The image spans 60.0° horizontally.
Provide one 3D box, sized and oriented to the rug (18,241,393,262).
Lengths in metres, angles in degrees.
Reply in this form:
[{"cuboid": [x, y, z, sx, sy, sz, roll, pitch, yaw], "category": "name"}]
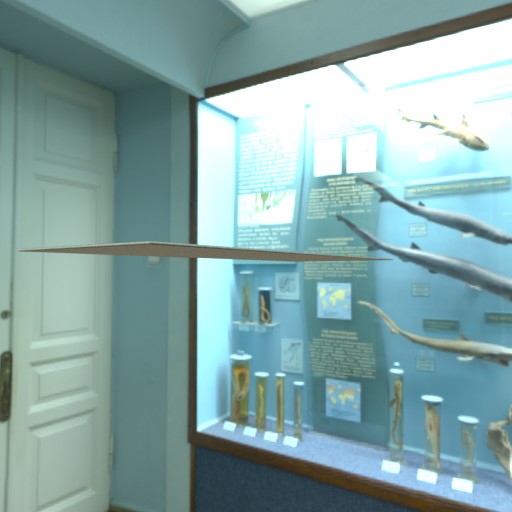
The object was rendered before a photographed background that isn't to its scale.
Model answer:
[{"cuboid": [0.000, 0.000, 2.671, 0.864, 0.012, 2.388, -1, -3, 36], "category": "rug"}]
